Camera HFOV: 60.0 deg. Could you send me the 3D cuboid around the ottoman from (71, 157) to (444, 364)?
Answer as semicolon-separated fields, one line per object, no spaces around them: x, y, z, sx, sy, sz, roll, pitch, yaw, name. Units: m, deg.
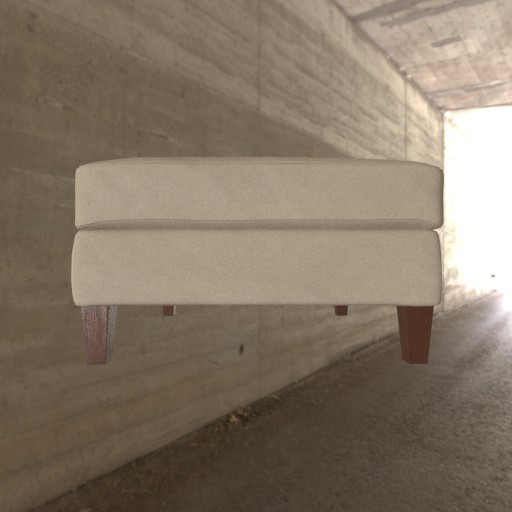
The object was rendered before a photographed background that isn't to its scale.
0.000;0.000;1.443;0.836;0.492;1.002;0;0;0;ottoman
